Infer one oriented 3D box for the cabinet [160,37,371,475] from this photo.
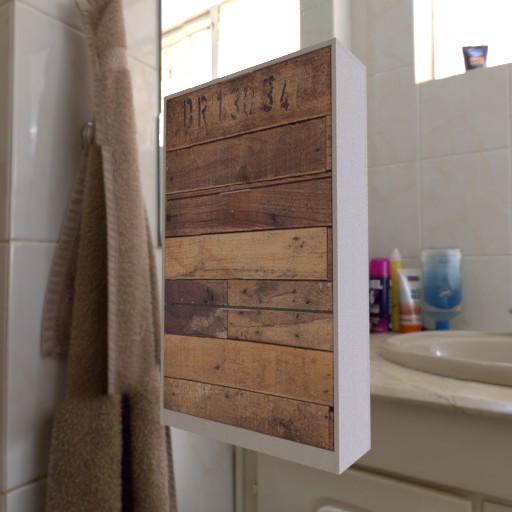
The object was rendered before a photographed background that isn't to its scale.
[{"bbox_3d":[0.000,0.000,1.604,0.750,1.280,0.250,-2,-3,36],"label":"cabinet"}]
